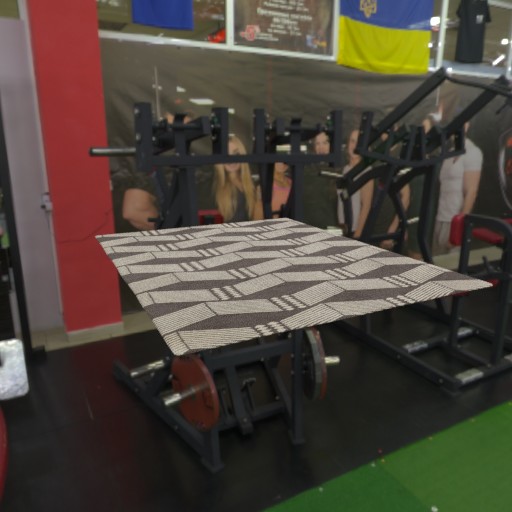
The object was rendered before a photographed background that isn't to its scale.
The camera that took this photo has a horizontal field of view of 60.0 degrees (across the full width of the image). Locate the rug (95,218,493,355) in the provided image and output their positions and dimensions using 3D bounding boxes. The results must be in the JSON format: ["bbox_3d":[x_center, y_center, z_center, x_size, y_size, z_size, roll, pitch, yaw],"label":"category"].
[{"bbox_3d":[0.000,0.000,4.080,2.438,0.016,3.048,-8,17,-26],"label":"rug"}]
